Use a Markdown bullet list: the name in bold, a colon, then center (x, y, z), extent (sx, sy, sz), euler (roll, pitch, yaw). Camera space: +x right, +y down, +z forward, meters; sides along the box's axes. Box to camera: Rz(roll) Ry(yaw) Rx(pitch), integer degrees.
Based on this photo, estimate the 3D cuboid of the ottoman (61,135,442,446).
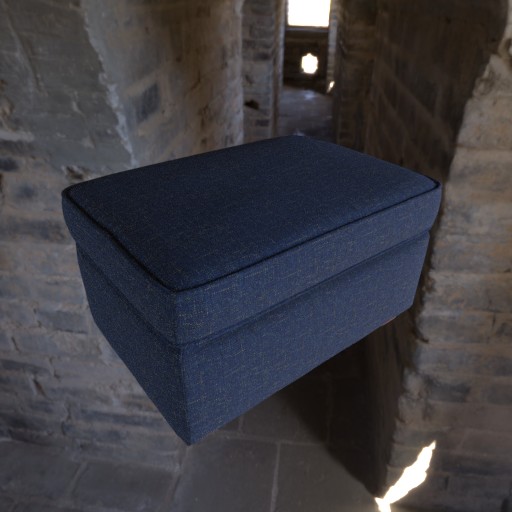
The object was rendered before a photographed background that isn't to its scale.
- **ottoman**: center (0.000, 0.000, 1.103), extent (0.749, 0.450, 0.549), euler (-22, 37, -32)
